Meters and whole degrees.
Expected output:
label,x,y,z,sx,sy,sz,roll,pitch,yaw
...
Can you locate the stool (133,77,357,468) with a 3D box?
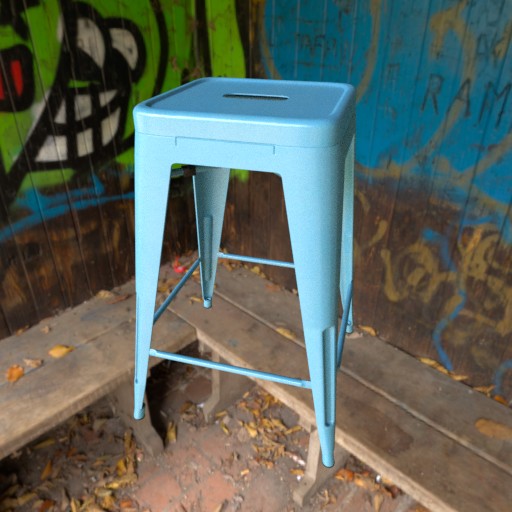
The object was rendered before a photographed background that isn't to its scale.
label,x,y,z,sx,sy,sz,roll,pitch,yaw
stool,0.000,0.000,0.870,0.410,0.608,0.410,8,31,14
